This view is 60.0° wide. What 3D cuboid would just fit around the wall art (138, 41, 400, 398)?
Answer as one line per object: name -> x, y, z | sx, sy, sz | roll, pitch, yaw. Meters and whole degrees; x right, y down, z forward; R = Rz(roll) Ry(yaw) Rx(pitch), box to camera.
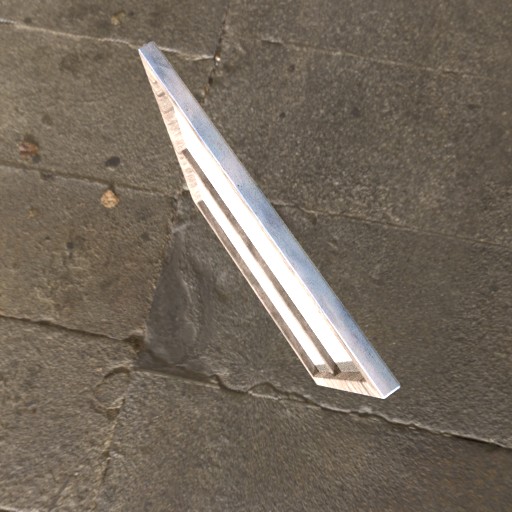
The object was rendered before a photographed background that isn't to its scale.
wall art -> 0.000, 0.000, 1.108 | 0.035, 0.747, 0.747 | -33, 78, -8
